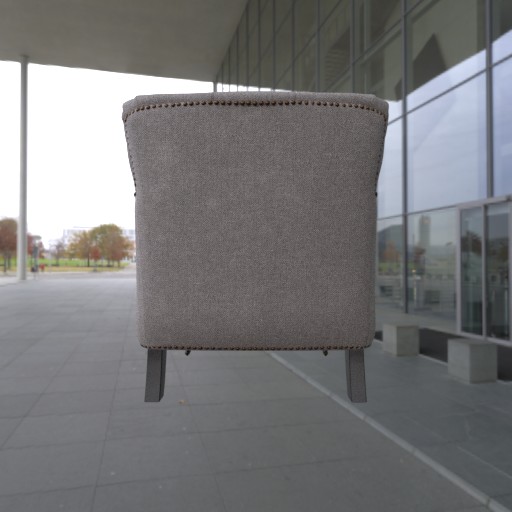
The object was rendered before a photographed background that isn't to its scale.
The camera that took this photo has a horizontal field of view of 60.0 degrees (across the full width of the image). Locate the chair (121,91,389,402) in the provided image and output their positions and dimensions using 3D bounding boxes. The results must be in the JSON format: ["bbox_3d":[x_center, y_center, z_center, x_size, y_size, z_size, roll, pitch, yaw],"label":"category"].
[{"bbox_3d":[0.000,0.000,1.519,0.737,0.823,0.902,0,-1,0],"label":"chair"}]
